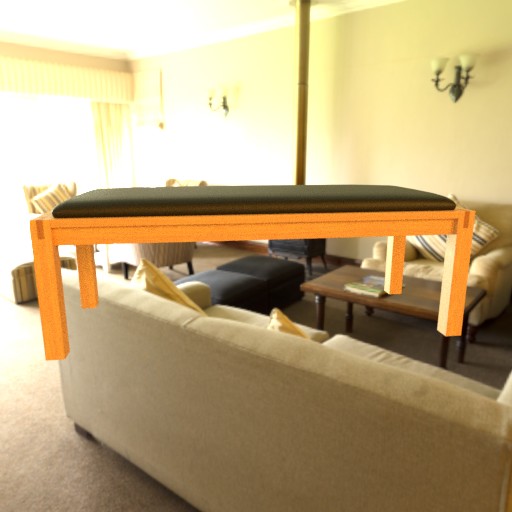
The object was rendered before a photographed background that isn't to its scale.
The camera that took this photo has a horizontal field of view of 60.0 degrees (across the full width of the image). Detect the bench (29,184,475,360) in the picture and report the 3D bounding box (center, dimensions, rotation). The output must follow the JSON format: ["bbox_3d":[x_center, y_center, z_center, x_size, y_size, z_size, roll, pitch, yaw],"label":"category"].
[{"bbox_3d":[0.000,0.000,1.435,1.202,0.430,0.450,-2,14,-8],"label":"bench"}]
